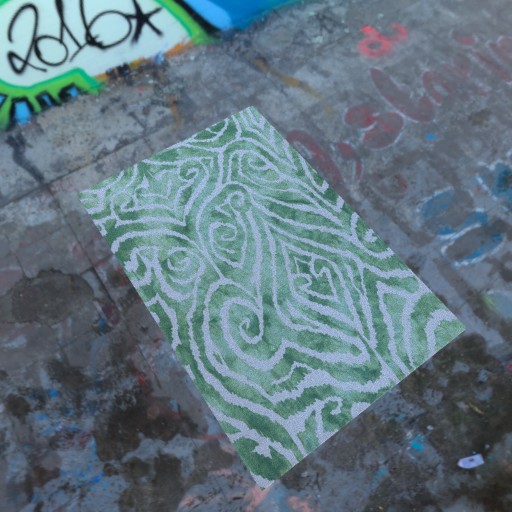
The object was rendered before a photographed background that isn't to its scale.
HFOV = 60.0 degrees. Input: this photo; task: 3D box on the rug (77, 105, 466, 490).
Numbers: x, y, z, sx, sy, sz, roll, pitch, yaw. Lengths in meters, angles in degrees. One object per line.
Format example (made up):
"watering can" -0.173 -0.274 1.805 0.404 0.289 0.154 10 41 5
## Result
"rug" 0.000 0.000 2.341 1.220 0.006 1.826 -32 67 -16
